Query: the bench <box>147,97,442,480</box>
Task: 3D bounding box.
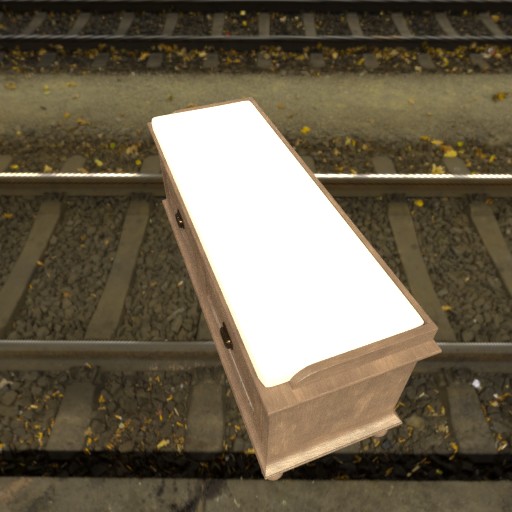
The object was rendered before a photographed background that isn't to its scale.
[{"bbox_3d":[0.000,0.000,1.429,0.402,0.501,1.185,-15,48,-14],"label":"bench"}]
